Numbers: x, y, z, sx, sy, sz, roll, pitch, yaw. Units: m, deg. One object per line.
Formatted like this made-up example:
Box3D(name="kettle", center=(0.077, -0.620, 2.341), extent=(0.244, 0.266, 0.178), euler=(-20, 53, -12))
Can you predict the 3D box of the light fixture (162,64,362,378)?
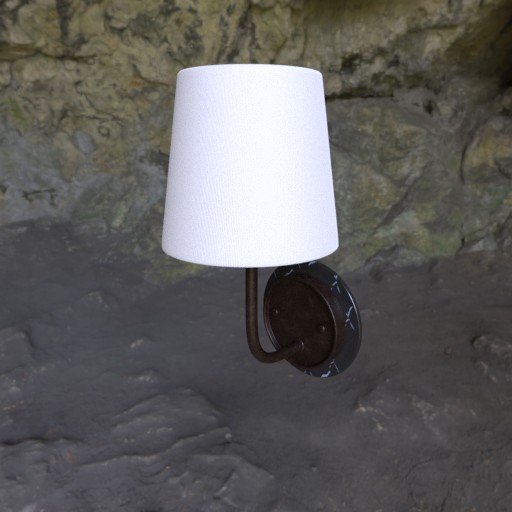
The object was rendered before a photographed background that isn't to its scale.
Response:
Box3D(name="light fixture", center=(0.000, 0.000, 0.444), extent=(0.168, 0.337, 0.188), euler=(14, 21, 42))
